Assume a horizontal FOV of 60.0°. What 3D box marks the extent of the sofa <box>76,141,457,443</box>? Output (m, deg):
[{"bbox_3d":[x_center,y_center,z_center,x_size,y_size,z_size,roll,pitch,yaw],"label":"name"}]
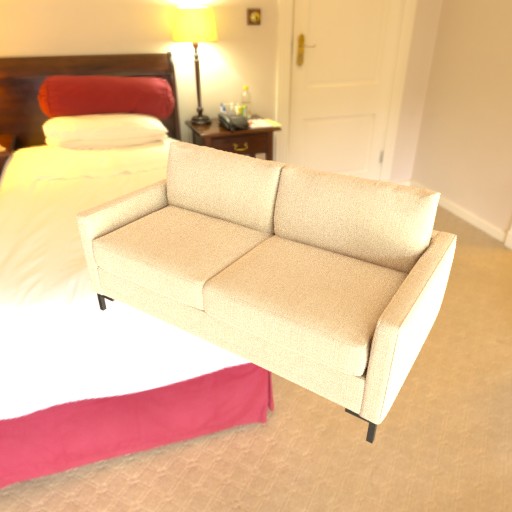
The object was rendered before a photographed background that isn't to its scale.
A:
[{"bbox_3d":[0.000,0.000,2.157,1.651,0.812,0.839,18,34,29],"label":"sofa"}]
